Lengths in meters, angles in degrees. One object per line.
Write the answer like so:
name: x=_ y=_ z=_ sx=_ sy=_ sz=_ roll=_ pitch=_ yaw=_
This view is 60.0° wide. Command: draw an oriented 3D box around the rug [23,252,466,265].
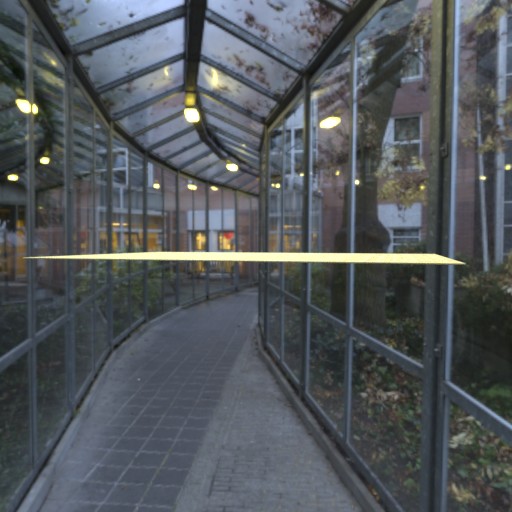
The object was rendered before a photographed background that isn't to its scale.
rug: x=0.000 y=0.000 z=2.888 sx=2.286 sy=0.006 sz=1.524 roll=1 pitch=2 yaw=18
